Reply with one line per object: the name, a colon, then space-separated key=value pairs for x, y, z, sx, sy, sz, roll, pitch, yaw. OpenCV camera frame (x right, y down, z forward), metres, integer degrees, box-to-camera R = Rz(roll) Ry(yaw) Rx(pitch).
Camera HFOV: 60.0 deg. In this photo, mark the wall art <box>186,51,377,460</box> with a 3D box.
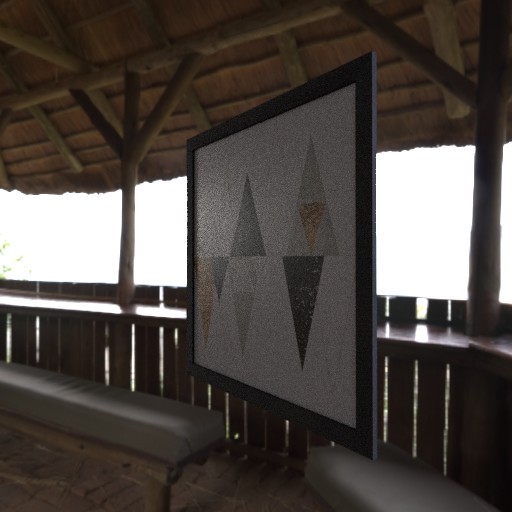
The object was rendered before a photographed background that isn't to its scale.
wall art: x=0.000 y=0.000 z=1.230 sx=0.013 sy=0.823 sz=0.823 roll=0 pitch=0 yaw=-36
